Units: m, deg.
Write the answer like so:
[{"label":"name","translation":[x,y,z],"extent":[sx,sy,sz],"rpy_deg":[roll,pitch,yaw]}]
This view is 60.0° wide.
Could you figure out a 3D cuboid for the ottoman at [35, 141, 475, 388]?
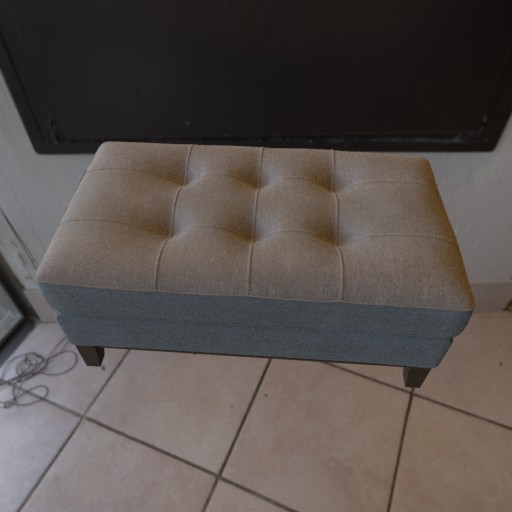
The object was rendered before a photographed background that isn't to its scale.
[{"label":"ottoman","translation":[0.000,0.000,1.453],"extent":[1.143,0.514,0.648],"rpy_deg":[3,48,3]}]
